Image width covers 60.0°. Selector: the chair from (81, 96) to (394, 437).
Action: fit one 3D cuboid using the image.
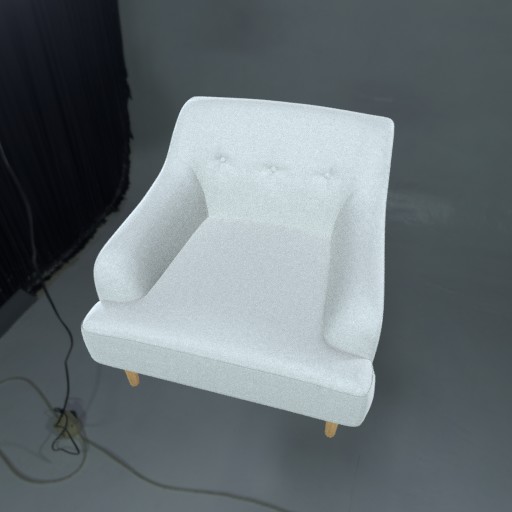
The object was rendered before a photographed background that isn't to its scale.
[{"bbox_3d":[0.000,0.000,1.637,0.946,0.818,0.951,10,42,12],"label":"chair"}]
